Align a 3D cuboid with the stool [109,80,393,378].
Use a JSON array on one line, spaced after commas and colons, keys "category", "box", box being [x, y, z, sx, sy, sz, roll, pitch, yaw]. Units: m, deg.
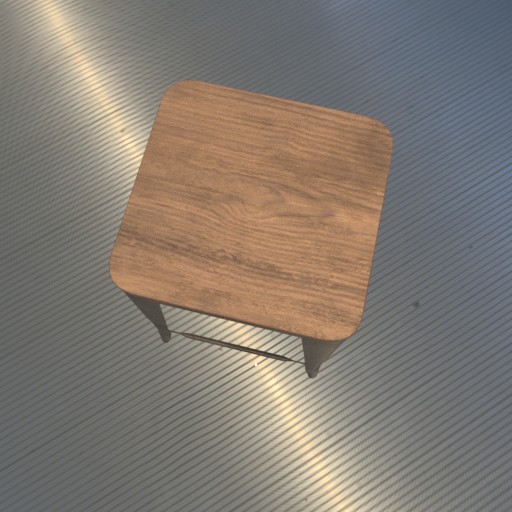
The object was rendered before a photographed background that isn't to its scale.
[{"category": "stool", "box": [0.000, 0.000, 0.875, 0.407, 0.607, 0.407, 13, 77, 3]}]
